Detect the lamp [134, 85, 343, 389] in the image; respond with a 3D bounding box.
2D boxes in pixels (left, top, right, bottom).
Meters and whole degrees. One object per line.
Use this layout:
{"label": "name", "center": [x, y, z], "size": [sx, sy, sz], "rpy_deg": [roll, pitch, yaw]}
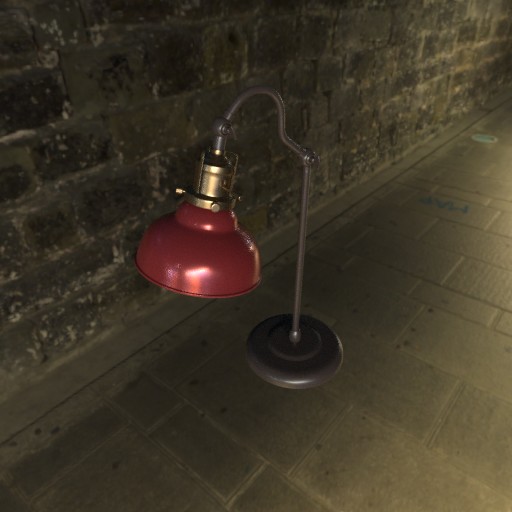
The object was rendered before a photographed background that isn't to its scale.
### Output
{"label": "lamp", "center": [0.000, 0.000, 0.694], "size": [0.374, 0.508, 0.192], "rpy_deg": [-21, 38, -29]}
